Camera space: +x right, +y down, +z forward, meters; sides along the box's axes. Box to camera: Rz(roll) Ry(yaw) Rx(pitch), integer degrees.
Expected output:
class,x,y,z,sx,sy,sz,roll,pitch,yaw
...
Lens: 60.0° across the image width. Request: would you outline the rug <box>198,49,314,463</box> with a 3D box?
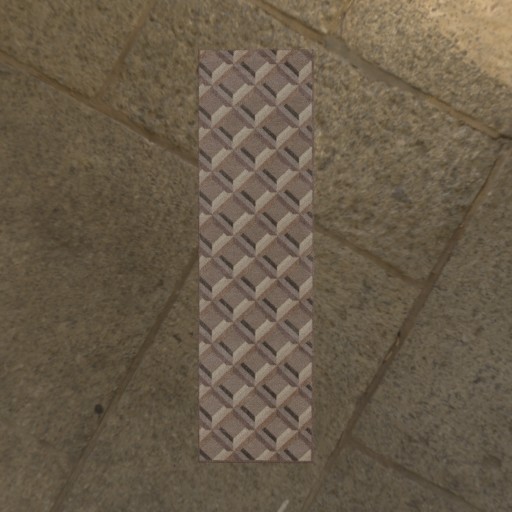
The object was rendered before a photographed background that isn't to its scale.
class,x,y,z,sx,sy,sz,roll,pitch,yaw
rug,0.000,0.000,2.612,0.685,0.013,2.437,0,90,1
